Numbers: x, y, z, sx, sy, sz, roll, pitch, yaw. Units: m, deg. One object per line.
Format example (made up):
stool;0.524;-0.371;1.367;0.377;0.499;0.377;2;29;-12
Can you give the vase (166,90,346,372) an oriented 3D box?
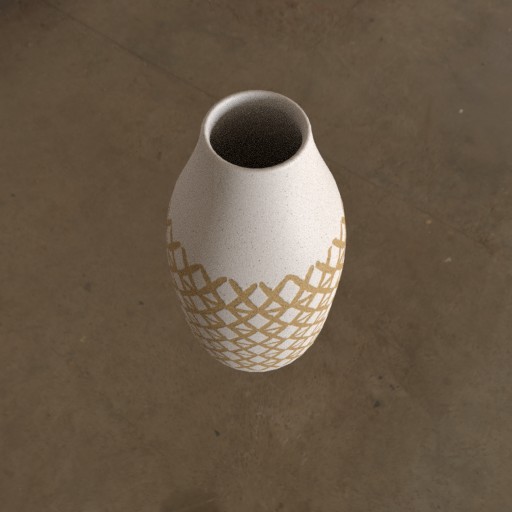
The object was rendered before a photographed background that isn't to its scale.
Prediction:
vase;0.000;0.000;0.471;0.186;0.380;0.186;0;63;0
